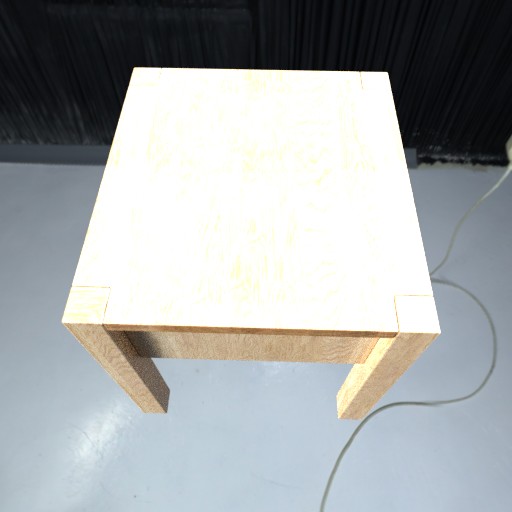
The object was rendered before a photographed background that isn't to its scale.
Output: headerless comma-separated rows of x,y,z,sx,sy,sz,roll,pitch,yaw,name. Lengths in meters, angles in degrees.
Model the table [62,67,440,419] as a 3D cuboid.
0.000,0.000,0.829,0.440,0.450,0.480,1,58,1,table
